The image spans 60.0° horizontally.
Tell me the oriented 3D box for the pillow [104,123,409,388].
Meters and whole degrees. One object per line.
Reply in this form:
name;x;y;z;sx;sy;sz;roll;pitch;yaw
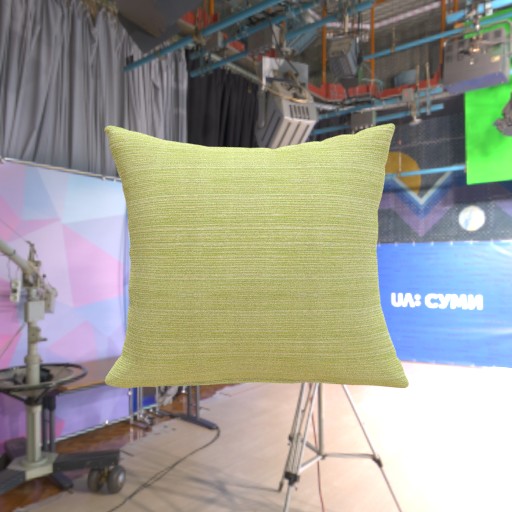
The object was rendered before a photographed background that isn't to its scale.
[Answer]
pillow;0.000;0.000;0.816;0.560;0.487;0.229;0;0;0
